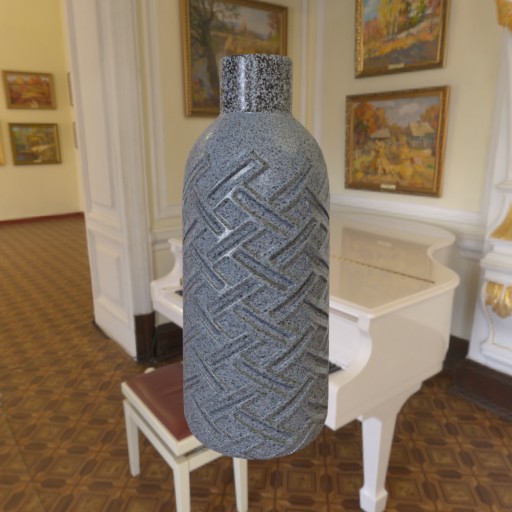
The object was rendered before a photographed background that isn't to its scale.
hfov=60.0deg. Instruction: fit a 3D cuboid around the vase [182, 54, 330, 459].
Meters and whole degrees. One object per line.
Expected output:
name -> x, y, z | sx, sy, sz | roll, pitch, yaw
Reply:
vase -> 0.000, 0.000, 0.345 | 0.122, 0.282, 0.122 | 0, 15, 0
